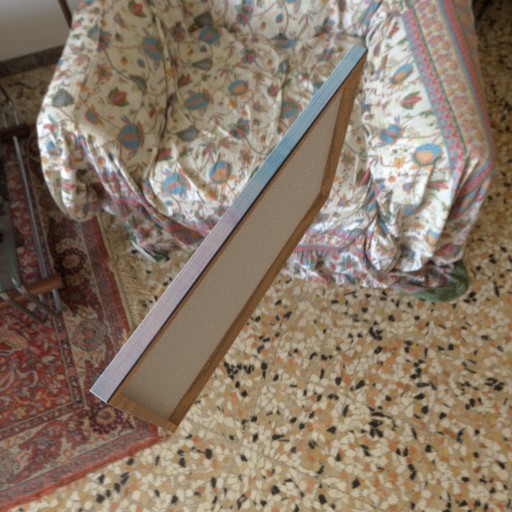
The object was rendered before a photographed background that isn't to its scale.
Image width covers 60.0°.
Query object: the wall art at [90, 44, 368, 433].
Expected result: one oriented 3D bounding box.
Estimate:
[{"bbox_3d":[0.000,0.000,1.119,0.037,0.605,0.911,29,68,13],"label":"wall art"}]
